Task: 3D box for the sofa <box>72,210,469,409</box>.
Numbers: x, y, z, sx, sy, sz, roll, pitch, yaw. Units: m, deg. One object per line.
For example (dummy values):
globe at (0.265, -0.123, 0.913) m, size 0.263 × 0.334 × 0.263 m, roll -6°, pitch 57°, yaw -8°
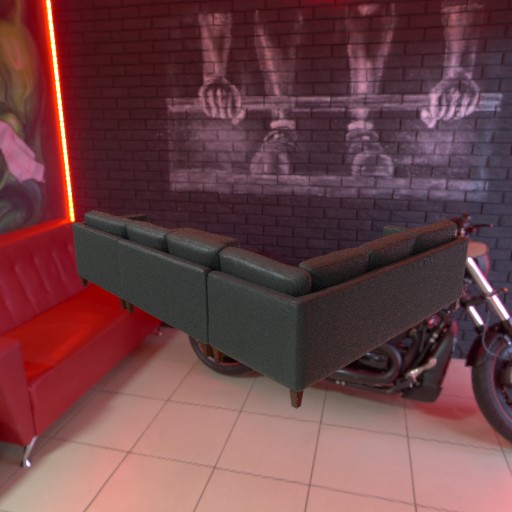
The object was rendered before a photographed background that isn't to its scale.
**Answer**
sofa at (0.000, 0.000, 4.763) m, size 2.593 × 0.923 × 3.460 m, roll -14°, pitch 21°, yaw -42°
